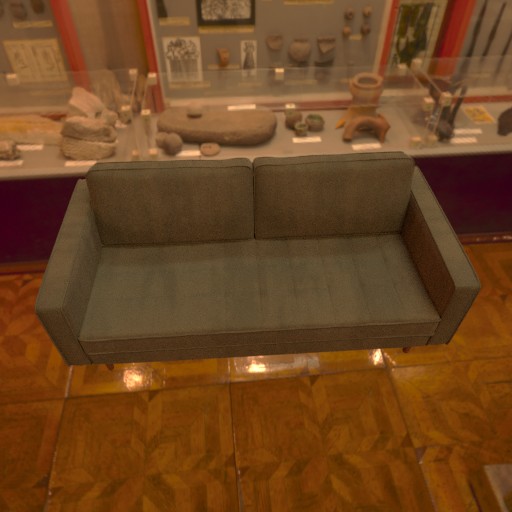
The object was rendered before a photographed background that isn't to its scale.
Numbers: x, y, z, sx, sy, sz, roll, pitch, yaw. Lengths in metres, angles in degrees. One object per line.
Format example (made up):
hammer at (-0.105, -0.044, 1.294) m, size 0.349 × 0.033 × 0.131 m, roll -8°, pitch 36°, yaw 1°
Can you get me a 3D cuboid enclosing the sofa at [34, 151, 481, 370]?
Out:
sofa at (0.000, 0.000, 2.309) m, size 1.920 × 0.825 × 0.924 m, roll -3°, pitch 47°, yaw -3°
